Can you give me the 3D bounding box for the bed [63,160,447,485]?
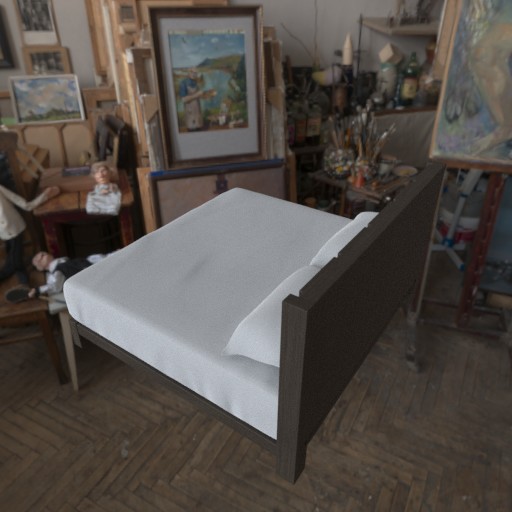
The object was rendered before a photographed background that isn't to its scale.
[{"bbox_3d":[0.000,0.000,3.418,2.012,1.270,2.134,20,37,29],"label":"bed"}]
